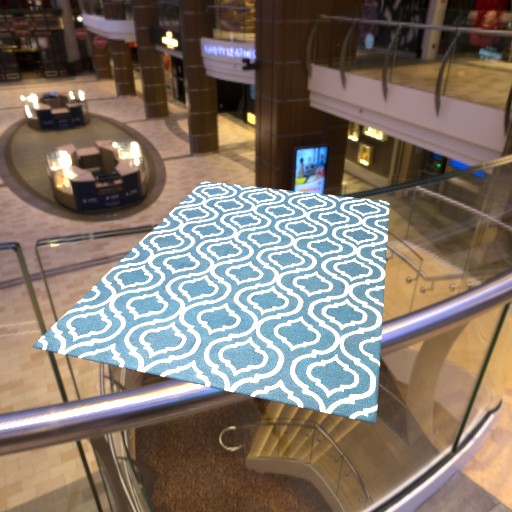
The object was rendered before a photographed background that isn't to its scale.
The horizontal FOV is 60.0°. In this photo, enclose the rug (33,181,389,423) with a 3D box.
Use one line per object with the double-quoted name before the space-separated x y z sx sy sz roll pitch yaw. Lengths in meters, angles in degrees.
"rug" 0.000 0.000 4.311 2.438 0.010 3.353 8 32 13
